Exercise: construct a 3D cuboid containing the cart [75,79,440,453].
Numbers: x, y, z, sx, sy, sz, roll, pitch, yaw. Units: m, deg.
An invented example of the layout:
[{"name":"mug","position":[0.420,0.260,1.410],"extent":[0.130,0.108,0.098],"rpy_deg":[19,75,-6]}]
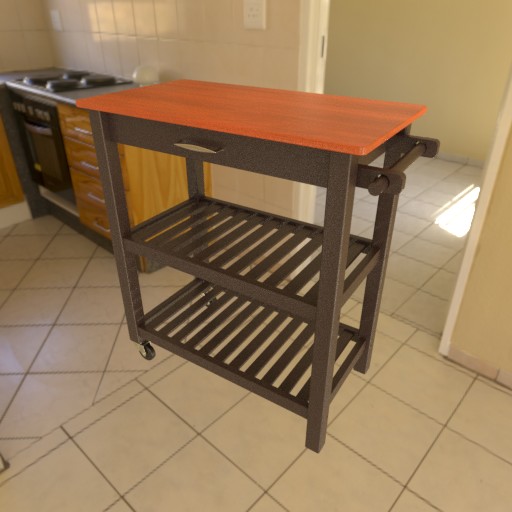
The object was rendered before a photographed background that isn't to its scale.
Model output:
[{"name":"cart","position":[0.000,0.000,1.403],"extent":[0.899,0.927,0.457],"rpy_deg":[18,34,28]}]
